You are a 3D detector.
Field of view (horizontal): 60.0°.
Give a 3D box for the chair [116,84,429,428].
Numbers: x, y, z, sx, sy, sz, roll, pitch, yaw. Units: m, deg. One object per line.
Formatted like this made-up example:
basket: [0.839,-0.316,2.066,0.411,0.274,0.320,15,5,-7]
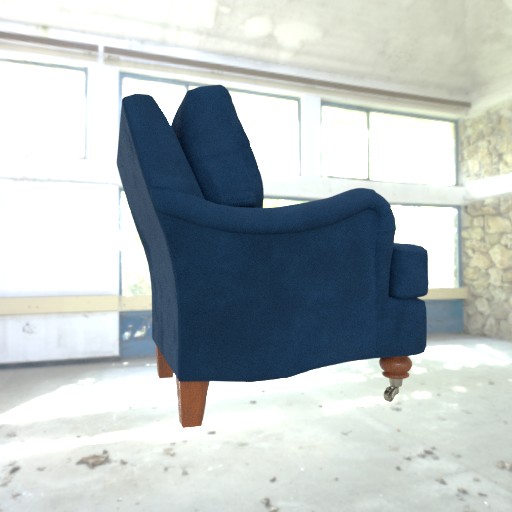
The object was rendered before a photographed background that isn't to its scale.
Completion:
chair: [0.000,0.000,1.809,1.078,1.076,0.895,0,-1,-19]
